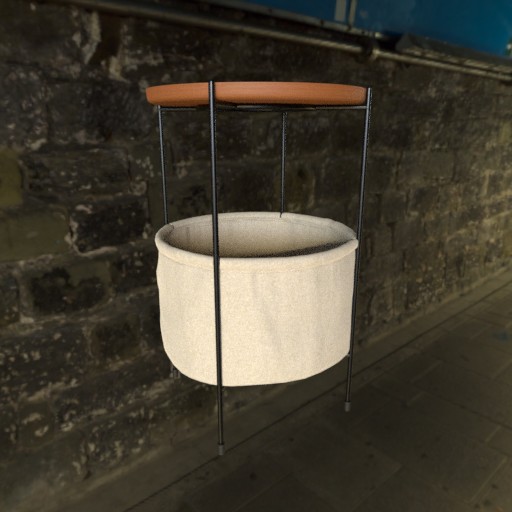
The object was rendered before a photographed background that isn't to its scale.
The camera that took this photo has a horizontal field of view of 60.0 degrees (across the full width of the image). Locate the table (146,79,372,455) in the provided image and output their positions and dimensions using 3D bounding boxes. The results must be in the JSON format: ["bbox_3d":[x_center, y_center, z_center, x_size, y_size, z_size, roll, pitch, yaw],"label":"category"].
[{"bbox_3d":[0.000,0.000,0.884,0.393,0.623,0.393,-8,19,-25],"label":"table"}]
